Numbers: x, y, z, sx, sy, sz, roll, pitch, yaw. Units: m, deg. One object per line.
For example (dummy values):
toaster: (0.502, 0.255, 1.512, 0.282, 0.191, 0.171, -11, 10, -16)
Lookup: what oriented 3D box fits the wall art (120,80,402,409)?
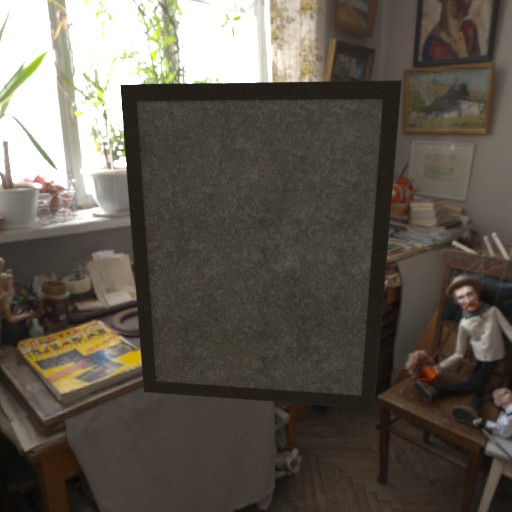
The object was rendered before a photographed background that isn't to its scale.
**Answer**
wall art: (0.000, 0.000, 1.345, 0.767, 0.983, 0.030, 2, 16, 7)
